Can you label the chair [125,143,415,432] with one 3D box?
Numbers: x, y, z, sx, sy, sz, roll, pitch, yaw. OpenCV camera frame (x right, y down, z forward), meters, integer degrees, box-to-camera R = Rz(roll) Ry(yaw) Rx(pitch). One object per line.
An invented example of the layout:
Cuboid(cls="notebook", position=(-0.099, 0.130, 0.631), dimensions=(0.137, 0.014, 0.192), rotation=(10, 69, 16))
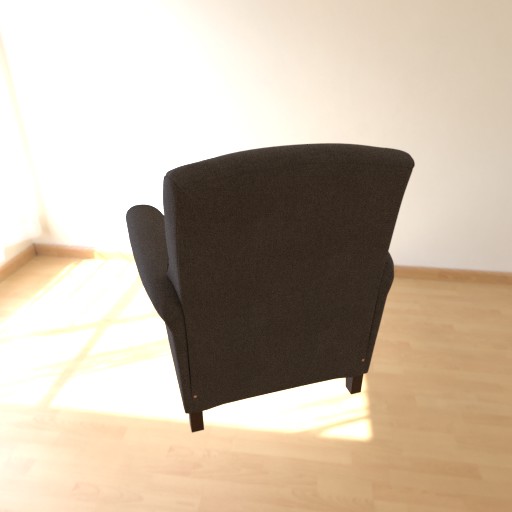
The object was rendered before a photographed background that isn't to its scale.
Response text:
Cuboid(cls="chair", position=(0.000, 0.000, 1.805), dimensions=(0.978, 1.061, 0.905), rotation=(-8, 27, -15))
